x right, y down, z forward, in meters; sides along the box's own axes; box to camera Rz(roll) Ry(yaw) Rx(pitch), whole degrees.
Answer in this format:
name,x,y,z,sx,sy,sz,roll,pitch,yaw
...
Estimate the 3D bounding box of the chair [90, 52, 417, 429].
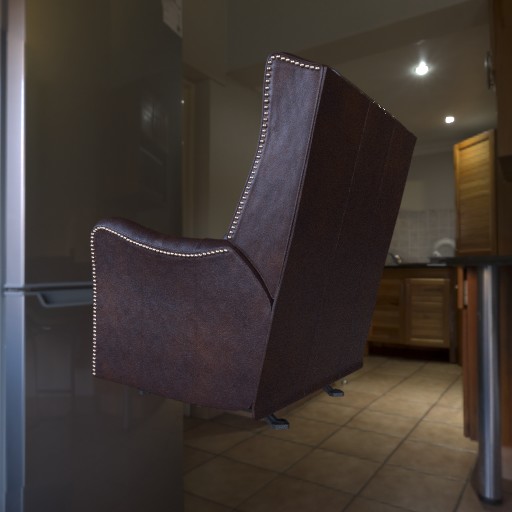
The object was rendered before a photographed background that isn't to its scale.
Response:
name,x,y,z,sx,sy,sz,roll,pitch,yaw
chair,0.000,0.000,1.723,1.008,1.084,0.869,0,-1,36
